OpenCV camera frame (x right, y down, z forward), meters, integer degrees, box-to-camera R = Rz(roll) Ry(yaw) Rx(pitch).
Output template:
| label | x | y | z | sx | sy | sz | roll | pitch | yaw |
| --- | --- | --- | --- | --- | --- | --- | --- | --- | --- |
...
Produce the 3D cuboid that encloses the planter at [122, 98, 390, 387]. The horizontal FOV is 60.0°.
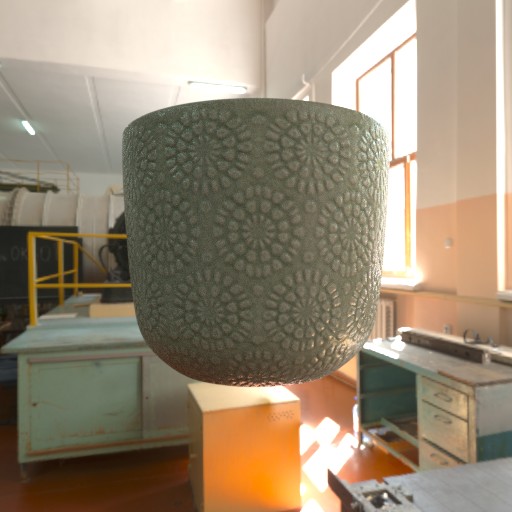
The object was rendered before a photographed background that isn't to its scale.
| label | x | y | z | sx | sy | sz | roll | pitch | yaw |
| --- | --- | --- | --- | --- | --- | --- | --- | --- | --- |
| planter | 0.000 | 0.000 | 0.214 | 0.124 | 0.109 | 0.124 | 0 | -1 | 0 |
